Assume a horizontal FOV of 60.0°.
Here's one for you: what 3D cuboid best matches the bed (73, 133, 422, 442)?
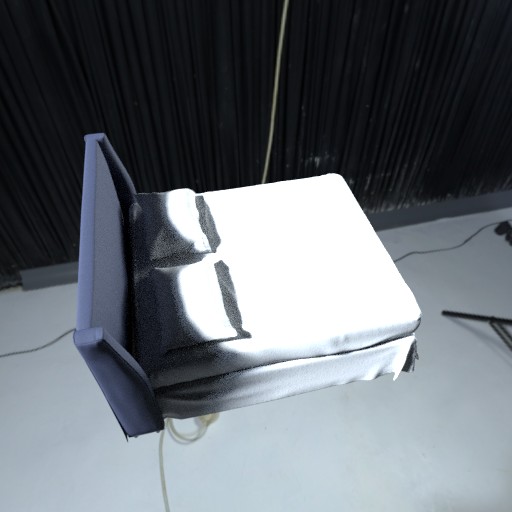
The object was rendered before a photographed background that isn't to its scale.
[{"bbox_3d":[0.000,0.000,3.409,2.276,1.332,1.925,-10,48,-9],"label":"bed"}]
